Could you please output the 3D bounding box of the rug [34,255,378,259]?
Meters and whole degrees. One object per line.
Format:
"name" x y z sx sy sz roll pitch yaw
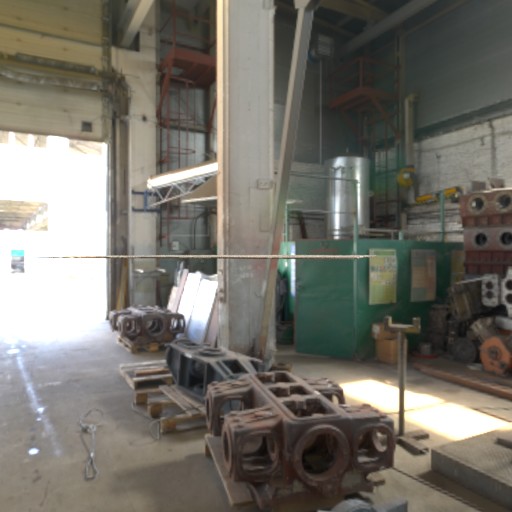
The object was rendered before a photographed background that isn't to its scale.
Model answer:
"rug" 0.000 0.000 2.244 1.142 0.010 1.748 0 0 17
